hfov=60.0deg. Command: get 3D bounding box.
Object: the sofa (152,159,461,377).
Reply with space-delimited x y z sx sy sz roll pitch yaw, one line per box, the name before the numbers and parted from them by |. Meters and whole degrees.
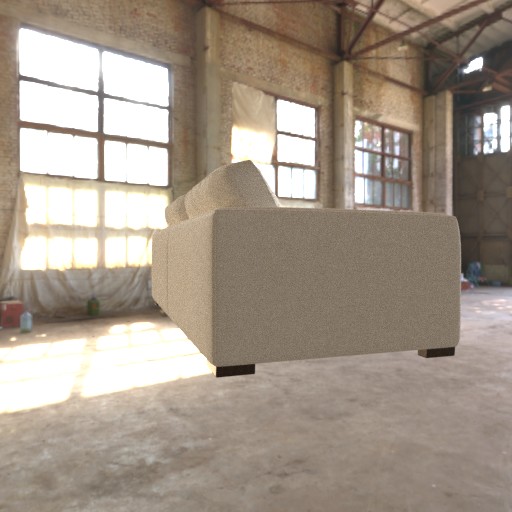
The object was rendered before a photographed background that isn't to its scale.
sofa | 0.000 0.000 2.696 1.070 0.801 2.262 0 1 -18
